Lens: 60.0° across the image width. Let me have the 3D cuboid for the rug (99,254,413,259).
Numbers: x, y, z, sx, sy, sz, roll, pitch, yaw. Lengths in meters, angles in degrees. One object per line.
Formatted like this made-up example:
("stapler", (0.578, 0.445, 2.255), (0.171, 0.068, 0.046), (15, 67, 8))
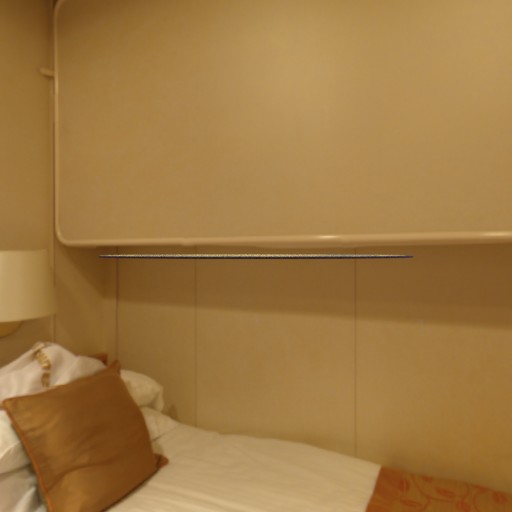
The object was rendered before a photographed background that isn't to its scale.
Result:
("rug", (0.000, 0.000, 3.567), (2.386, 0.014, 2.386), (0, 0, 0))
